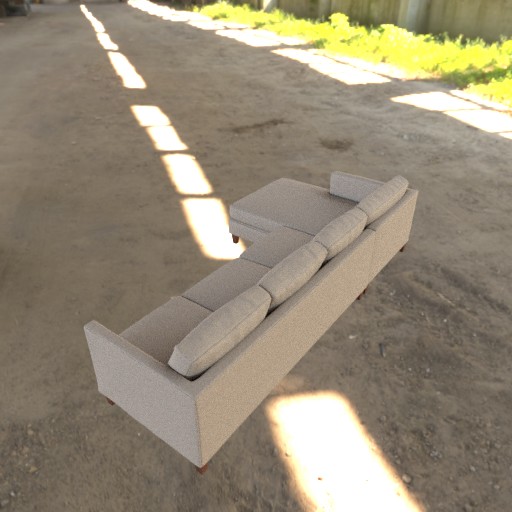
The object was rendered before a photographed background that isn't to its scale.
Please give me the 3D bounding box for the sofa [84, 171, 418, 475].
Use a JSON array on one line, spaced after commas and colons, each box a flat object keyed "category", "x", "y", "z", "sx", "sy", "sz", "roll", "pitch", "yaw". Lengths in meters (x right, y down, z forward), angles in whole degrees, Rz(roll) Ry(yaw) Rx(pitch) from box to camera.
[{"category": "sofa", "x": 0.000, "y": 0.000, "z": 3.797, "sx": 1.625, "sy": 0.846, "sz": 3.186, "roll": 22, "pitch": 38, "yaw": 31}]
